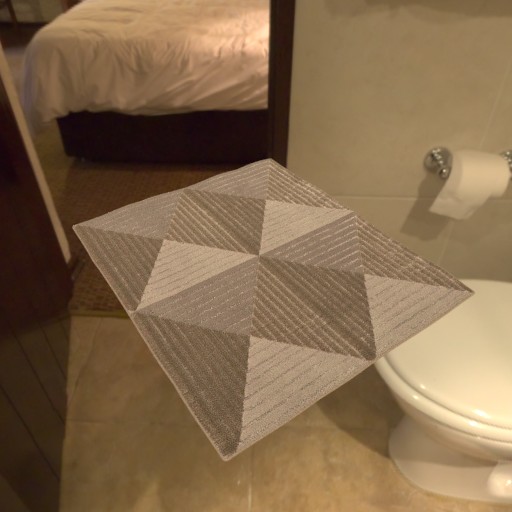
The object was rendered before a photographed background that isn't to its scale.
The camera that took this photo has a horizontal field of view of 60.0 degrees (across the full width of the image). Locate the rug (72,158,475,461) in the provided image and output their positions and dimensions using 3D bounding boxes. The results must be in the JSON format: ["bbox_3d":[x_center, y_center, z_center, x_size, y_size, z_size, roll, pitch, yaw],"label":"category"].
[{"bbox_3d":[0.000,0.000,0.894,0.551,0.008,0.642,-24,46,-26],"label":"rug"}]
